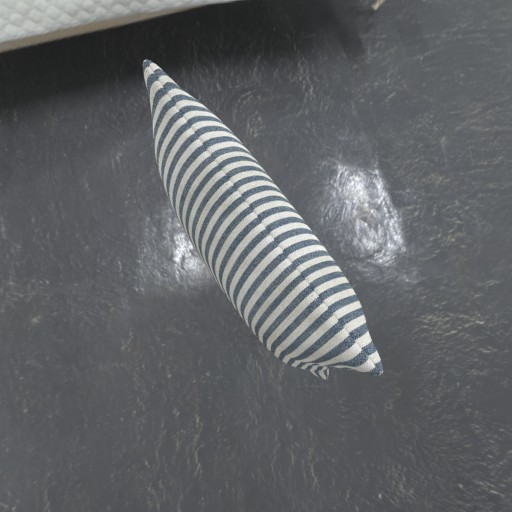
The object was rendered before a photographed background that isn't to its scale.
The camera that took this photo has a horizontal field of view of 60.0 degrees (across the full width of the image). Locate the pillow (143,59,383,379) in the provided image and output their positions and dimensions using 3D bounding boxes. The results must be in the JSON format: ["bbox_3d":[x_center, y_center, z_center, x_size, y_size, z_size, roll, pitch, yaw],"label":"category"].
[{"bbox_3d":[0.000,0.000,0.800,0.166,0.510,0.523,-34,77,-9],"label":"pillow"}]
